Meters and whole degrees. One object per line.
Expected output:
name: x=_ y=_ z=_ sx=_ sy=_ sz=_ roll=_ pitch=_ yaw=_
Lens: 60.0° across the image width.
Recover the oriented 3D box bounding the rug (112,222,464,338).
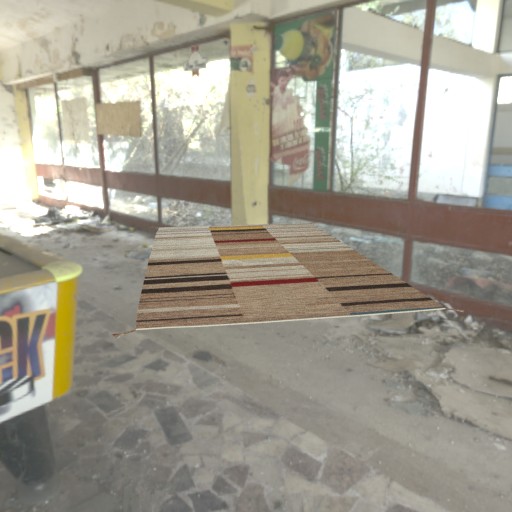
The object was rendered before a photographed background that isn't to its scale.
rug: x=0.000 y=0.000 z=2.428 sx=1.268 sy=0.007 sz=1.918 roll=-2 pitch=15 yaw=-9
